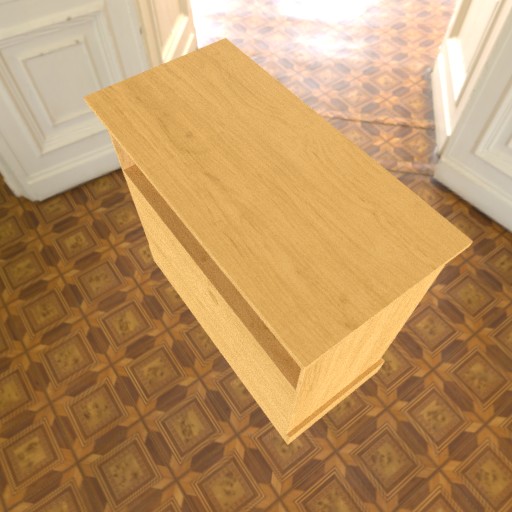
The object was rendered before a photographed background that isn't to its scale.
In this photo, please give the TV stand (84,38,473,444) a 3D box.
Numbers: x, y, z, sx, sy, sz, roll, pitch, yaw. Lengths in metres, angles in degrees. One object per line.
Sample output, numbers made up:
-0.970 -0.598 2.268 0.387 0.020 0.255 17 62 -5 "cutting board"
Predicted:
0.000 0.000 1.309 0.430 0.787 0.851 -32 63 -19 "TV stand"
